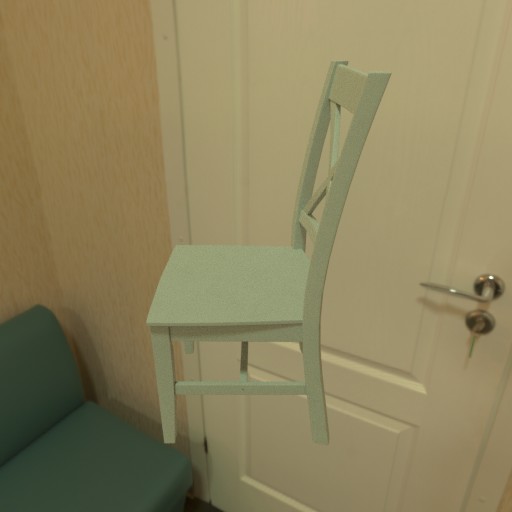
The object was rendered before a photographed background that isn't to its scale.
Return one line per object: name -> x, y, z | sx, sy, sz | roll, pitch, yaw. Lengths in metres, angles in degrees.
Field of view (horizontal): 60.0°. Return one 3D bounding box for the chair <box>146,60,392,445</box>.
chair -> 0.000, 0.000, 1.241 | 0.542, 0.983, 0.485 | 0, 26, 0
